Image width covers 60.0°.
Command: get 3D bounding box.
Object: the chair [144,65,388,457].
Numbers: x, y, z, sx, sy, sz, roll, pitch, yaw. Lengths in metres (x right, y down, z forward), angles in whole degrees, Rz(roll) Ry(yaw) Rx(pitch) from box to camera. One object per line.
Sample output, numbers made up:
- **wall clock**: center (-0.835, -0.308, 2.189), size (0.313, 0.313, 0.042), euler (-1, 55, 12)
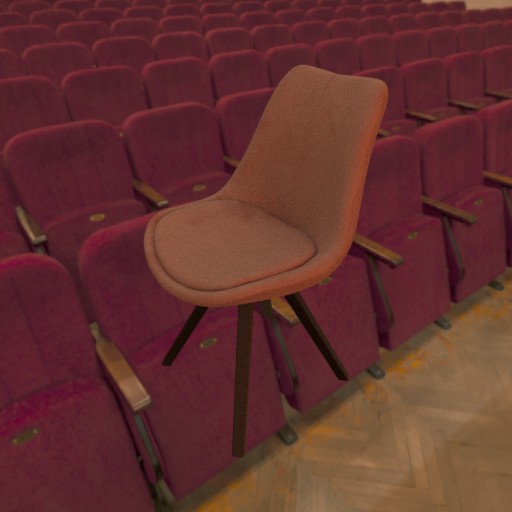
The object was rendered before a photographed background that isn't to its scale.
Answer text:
- **chair**: center (0.000, 0.000, 1.176), size (0.547, 0.865, 0.483), euler (-22, 38, -31)
